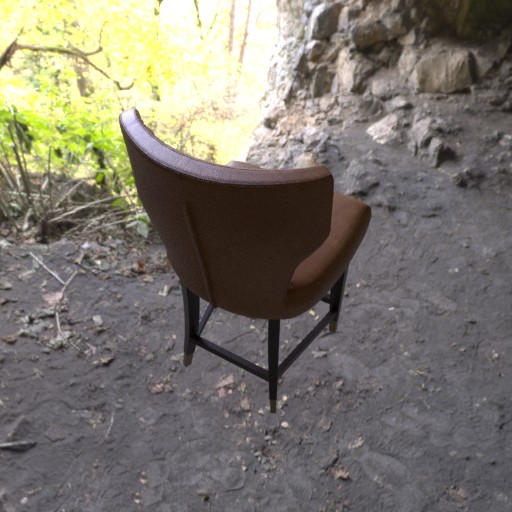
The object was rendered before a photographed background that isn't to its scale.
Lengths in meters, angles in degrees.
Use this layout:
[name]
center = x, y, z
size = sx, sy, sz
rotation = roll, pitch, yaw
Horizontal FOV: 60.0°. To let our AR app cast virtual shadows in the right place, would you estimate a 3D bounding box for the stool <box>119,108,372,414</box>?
[stool]
center = 0.000, 0.000, 1.337
size = 0.526, 0.982, 0.563
rotation = 22, 50, 20
